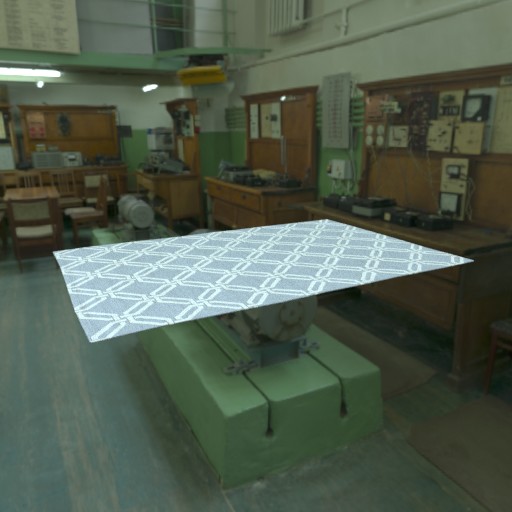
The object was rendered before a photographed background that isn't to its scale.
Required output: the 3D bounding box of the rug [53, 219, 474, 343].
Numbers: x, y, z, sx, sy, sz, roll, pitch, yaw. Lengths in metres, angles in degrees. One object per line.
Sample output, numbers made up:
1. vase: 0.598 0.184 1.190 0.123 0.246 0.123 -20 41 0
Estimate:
1. rug: 0.000 0.000 2.181 1.754 0.010 1.148 -9 18 -28
